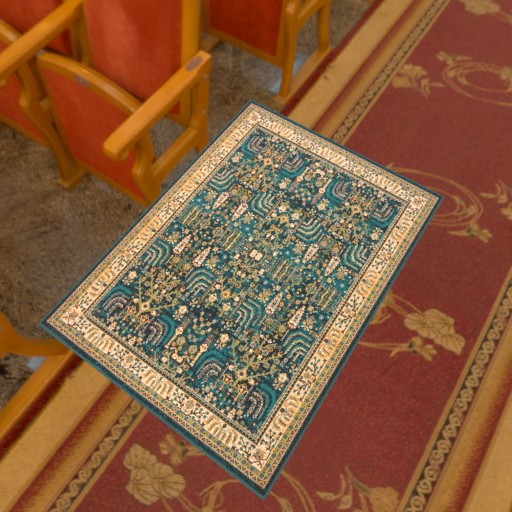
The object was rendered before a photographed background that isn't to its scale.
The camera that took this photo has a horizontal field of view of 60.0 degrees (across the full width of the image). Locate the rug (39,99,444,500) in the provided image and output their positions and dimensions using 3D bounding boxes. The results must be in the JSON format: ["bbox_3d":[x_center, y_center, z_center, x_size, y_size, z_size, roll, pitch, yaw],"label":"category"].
[{"bbox_3d":[0.000,0.000,3.900,2.226,0.015,3.044,31,67,15],"label":"rug"}]
